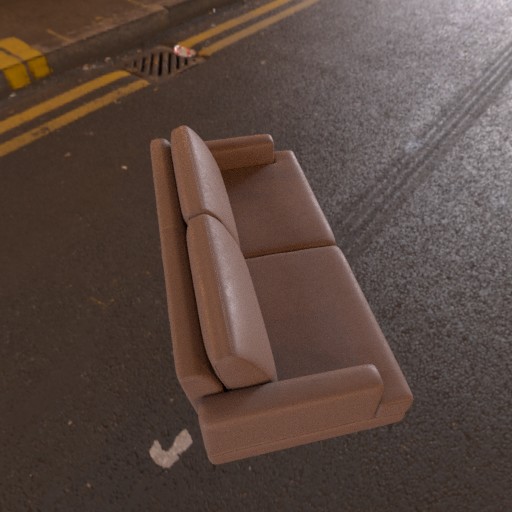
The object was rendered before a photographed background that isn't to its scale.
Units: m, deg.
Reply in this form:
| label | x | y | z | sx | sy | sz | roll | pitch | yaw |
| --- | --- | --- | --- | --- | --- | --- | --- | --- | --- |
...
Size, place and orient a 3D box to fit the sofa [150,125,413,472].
| label | x | y | z | sx | sy | sz | roll | pitch | yaw |
| --- | --- | --- | --- | --- | --- | --- | --- | --- | --- |
| sofa | 0.000 | 0.000 | 2.449 | 0.974 | 0.765 | 1.940 | -9 | 48 | -9 |
